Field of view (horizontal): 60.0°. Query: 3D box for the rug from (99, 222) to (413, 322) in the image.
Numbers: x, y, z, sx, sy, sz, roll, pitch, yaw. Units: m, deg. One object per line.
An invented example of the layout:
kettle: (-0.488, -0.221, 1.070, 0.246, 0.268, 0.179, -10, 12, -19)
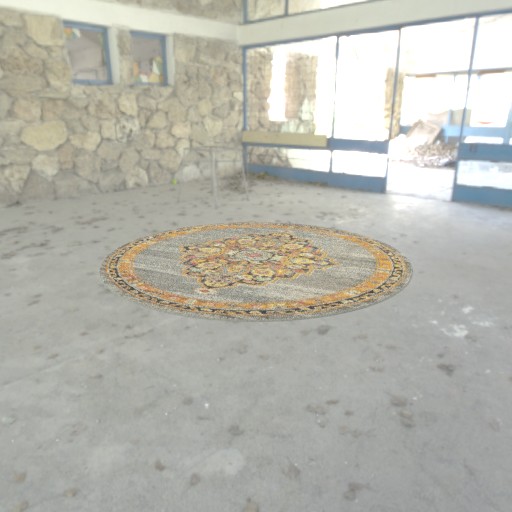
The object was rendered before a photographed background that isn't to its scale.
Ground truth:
rug: (0.000, 0.000, 3.545, 2.382, 0.014, 2.382, 0, 17, 0)
